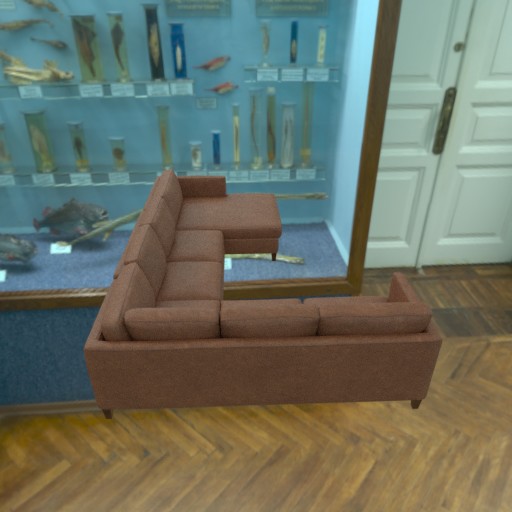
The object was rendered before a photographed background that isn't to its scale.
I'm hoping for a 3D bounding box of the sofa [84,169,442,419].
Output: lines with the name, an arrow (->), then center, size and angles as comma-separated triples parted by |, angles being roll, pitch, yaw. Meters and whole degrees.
sofa -> 0.000, 0.000, 4.723 | 2.593, 0.923, 3.460 | -1, 30, -2
